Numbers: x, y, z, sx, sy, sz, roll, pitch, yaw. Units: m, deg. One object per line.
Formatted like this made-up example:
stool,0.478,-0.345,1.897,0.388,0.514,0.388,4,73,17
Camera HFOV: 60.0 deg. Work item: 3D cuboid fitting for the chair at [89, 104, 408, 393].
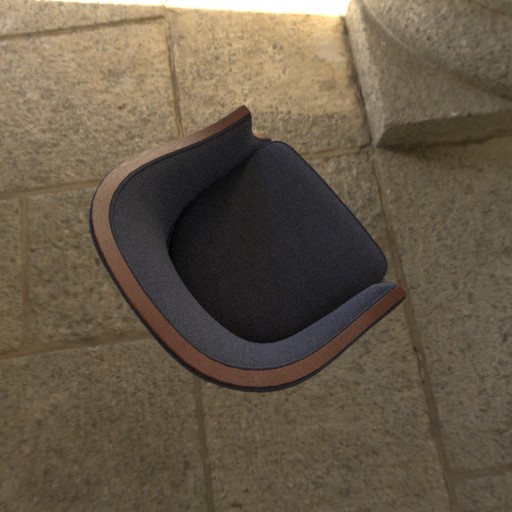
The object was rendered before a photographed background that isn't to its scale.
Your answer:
chair,0.000,0.000,1.460,0.735,0.876,0.803,-37,78,-9
